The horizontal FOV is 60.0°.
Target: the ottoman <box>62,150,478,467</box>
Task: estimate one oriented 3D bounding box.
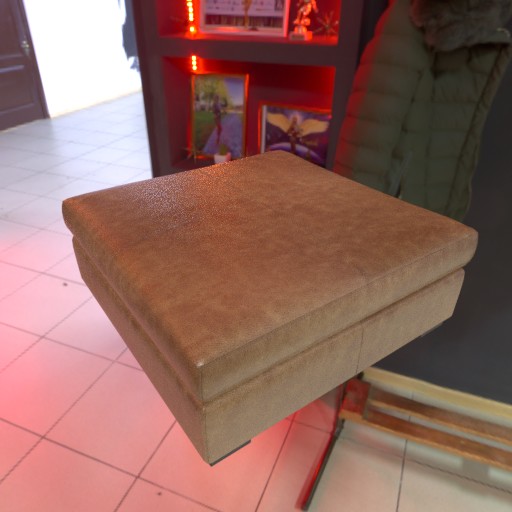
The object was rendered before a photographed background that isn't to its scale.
[{"bbox_3d":[0.000,0.000,1.794,1.168,0.483,1.169,-20,36,-30],"label":"ottoman"}]
